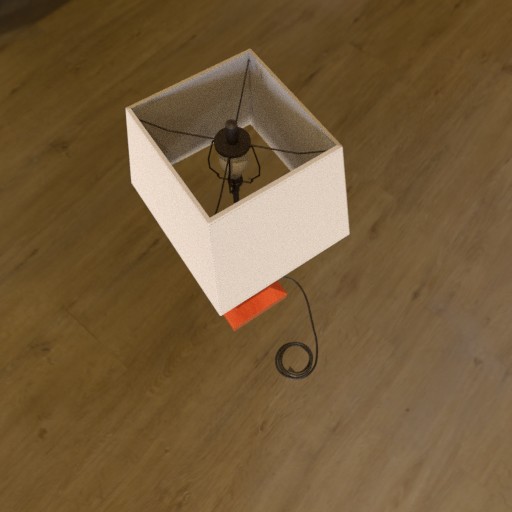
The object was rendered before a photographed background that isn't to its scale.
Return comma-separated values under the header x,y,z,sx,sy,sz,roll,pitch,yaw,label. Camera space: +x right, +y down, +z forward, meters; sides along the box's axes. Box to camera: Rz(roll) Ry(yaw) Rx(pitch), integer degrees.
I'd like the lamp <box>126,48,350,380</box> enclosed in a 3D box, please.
x,y,z,sx,sy,sz,roll,pitch,yaw,label
0.000,0.000,1.000,0.310,0.737,0.498,-31,69,-14,lamp
